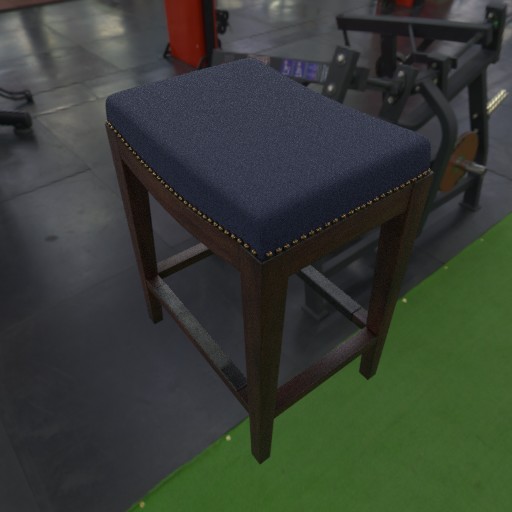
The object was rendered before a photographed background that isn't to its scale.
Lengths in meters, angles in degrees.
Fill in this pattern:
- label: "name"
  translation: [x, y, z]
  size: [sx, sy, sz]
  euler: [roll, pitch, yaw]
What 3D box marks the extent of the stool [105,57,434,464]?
- label: "stool"
  translation: [0.000, 0.000, 0.945]
  size: [0.361, 0.642, 0.500]
  euler: [-27, 49, -26]
